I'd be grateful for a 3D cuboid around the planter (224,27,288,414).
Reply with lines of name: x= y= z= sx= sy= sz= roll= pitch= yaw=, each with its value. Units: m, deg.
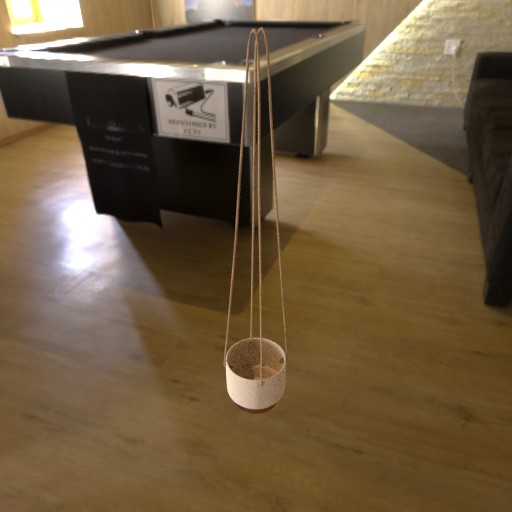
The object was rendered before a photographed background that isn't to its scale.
planter: x=0.000 y=0.000 z=0.915 sx=0.146 sy=0.841 sz=0.146 roll=21 pitch=38 yaw=30
